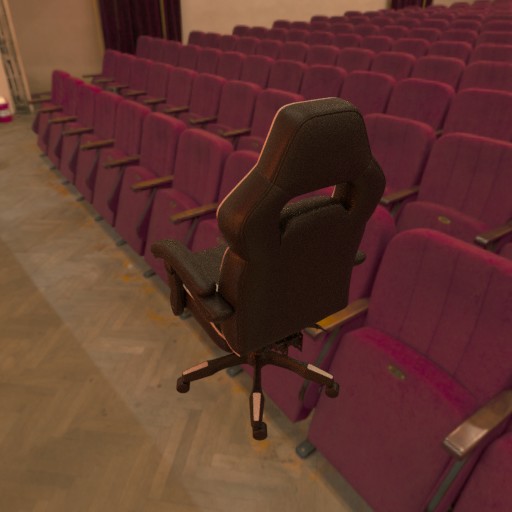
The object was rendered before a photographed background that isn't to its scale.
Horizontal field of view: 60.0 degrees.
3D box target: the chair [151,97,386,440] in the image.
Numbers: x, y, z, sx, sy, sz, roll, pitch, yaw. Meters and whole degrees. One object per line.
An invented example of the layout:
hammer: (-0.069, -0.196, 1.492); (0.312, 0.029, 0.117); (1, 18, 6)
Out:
chair: (0.000, 0.000, 1.650); (0.676, 1.200, 0.700); (-19, 35, -29)
